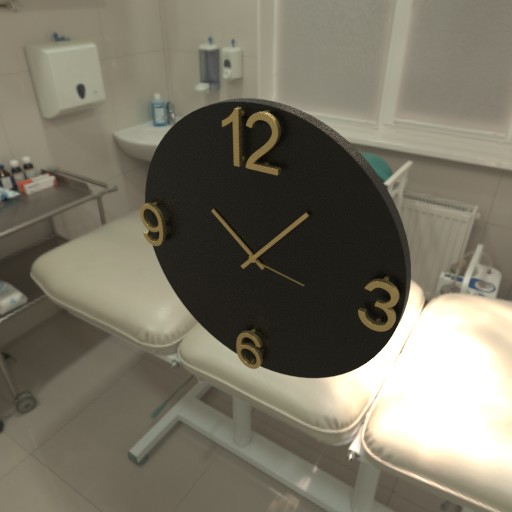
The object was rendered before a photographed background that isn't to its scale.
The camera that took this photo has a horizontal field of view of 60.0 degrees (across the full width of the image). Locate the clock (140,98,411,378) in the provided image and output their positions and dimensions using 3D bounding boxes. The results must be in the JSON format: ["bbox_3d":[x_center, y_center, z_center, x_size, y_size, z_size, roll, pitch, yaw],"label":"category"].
[{"bbox_3d":[0.000,0.000,0.675,0.454,0.454,0.038,19,37,27],"label":"clock"}]
